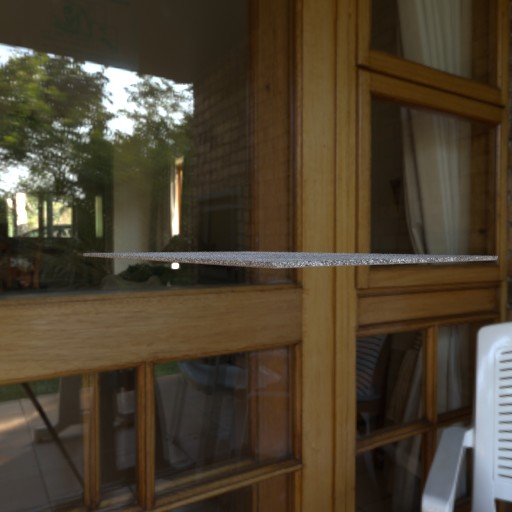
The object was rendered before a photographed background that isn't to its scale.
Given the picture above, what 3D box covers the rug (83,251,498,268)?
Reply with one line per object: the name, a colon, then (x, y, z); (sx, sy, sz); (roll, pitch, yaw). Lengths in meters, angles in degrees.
rug: (0.000, 0.000, 3.339); (1.802, 0.026, 2.699); (-1, 2, -36)
